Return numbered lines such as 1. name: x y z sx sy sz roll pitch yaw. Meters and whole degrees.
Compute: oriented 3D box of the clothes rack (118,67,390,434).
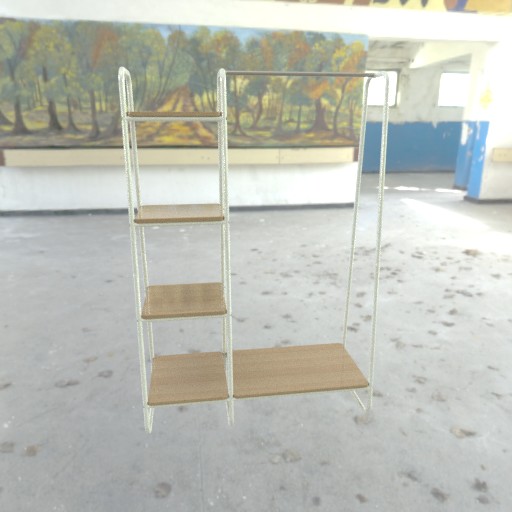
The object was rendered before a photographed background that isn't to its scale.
1. clothes rack: 0.000 0.000 1.934 1.011 1.500 0.400 -2 17 -8
